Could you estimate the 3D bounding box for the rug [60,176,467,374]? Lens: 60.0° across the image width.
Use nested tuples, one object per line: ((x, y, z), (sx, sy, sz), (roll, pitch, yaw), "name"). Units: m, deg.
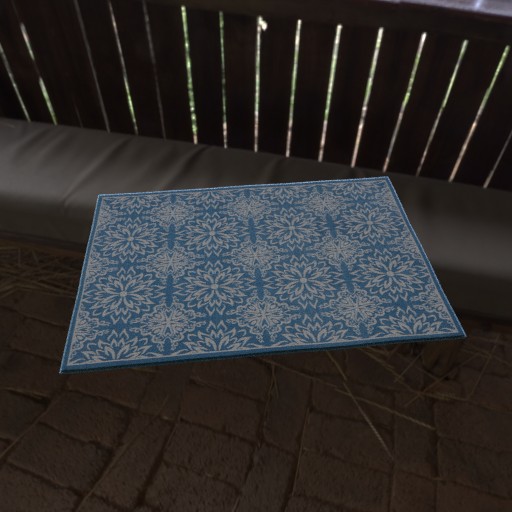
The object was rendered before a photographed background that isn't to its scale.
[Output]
((0.000, 0.000, 3.608), (2.769, 0.018, 1.830), (-4, 48, -4), "rug")
